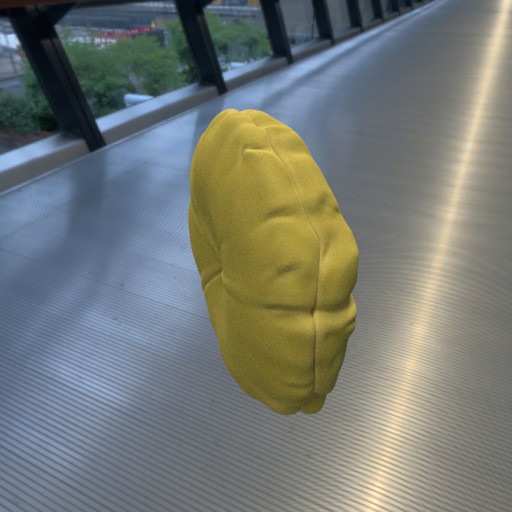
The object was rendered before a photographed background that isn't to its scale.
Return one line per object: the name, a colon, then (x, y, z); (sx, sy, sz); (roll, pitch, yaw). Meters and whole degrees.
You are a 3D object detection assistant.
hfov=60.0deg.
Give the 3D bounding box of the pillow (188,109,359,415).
pillow: (0.000, 0.000, 0.644); (0.148, 0.407, 0.428); (-11, 34, -16)
